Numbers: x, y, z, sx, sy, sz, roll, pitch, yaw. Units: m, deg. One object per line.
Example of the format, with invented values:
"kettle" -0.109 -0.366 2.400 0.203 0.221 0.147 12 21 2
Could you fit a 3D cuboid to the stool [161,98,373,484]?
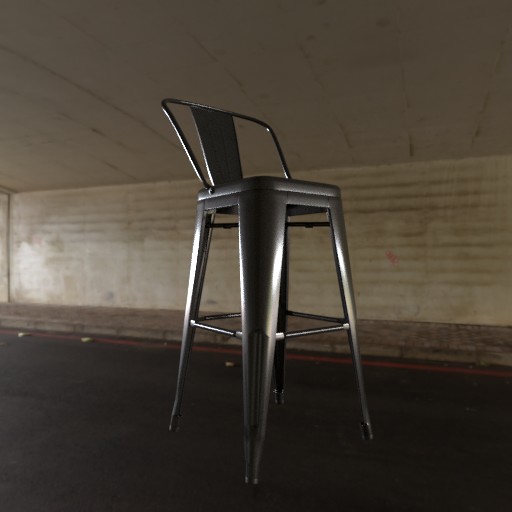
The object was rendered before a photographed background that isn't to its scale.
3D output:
"stool" 0.000 0.000 1.312 0.432 1.022 0.528 0 0 -37
